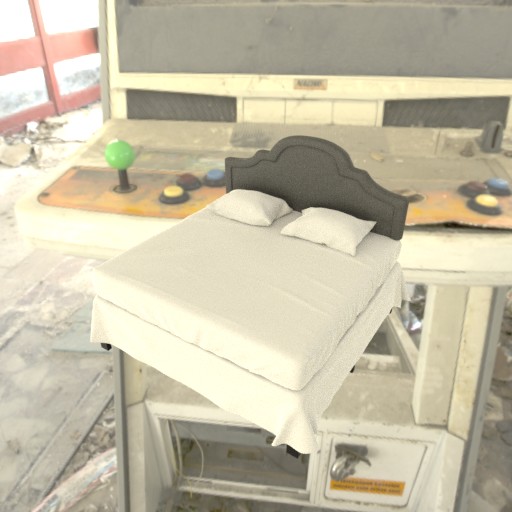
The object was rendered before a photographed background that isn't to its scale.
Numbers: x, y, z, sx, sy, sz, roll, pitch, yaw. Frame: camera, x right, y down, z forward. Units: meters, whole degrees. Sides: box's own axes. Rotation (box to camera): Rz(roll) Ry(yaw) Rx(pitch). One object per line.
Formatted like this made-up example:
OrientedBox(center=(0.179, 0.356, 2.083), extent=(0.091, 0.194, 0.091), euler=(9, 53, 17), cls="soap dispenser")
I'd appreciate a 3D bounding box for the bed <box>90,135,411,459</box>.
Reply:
OrientedBox(center=(0.000, 0.000, 3.849), extent=(2.303, 1.631, 2.222), euler=(19, 36, 28), cls="bed")
